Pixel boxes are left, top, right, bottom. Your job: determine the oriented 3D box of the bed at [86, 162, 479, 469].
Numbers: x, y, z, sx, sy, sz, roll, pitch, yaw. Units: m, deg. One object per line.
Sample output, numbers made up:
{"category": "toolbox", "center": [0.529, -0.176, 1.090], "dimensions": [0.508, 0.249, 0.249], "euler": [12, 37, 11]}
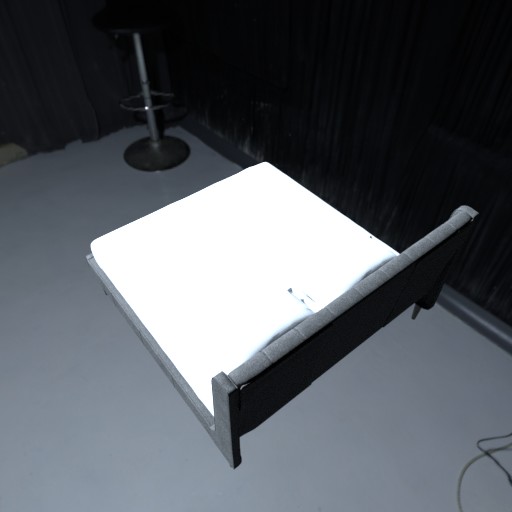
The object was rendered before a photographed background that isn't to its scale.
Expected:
{"category": "bed", "center": [0.000, 0.000, 2.617], "dimensions": [1.531, 0.933, 1.638], "euler": [-30, 53, -26]}
